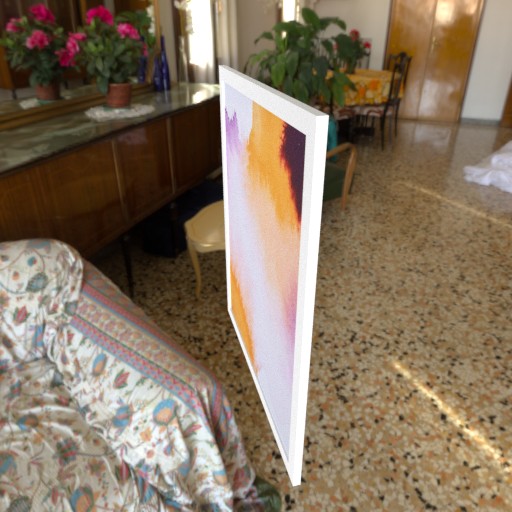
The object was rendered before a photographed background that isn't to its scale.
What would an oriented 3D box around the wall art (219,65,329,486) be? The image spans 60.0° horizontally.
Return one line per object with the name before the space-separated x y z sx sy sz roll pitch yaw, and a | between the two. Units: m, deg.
wall art | 0.000 0.000 0.756 0.012 0.557 0.482 -7 30 -13
